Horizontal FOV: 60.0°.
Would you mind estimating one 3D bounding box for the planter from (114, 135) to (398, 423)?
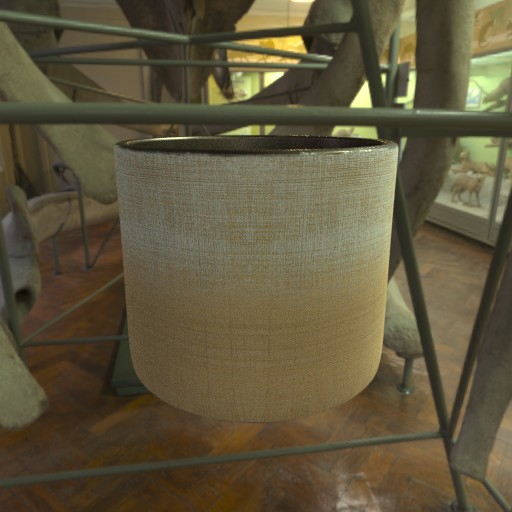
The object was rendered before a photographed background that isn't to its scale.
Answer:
[{"bbox_3d":[0.000,0.000,0.437,0.254,0.221,0.254,0,18,0],"label":"planter"}]
